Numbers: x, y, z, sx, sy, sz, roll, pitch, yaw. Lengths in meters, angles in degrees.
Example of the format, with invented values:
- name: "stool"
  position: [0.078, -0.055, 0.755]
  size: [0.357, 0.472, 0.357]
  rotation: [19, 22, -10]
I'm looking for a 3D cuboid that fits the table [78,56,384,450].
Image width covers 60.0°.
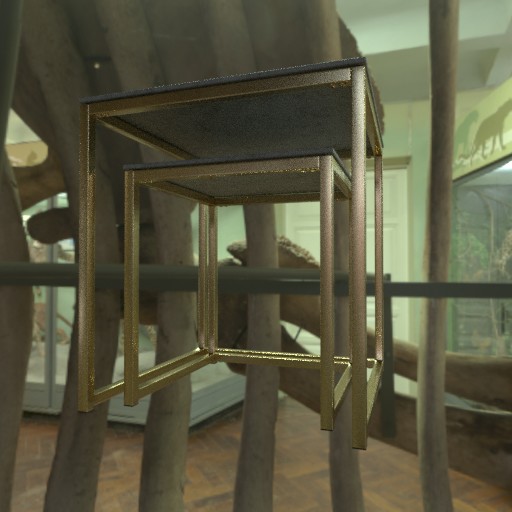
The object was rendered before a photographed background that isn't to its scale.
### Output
- name: "table"
  position: [0.000, 0.000, 0.846]
  size: [0.450, 0.500, 0.450]
  rotation: [0, -1, 19]
